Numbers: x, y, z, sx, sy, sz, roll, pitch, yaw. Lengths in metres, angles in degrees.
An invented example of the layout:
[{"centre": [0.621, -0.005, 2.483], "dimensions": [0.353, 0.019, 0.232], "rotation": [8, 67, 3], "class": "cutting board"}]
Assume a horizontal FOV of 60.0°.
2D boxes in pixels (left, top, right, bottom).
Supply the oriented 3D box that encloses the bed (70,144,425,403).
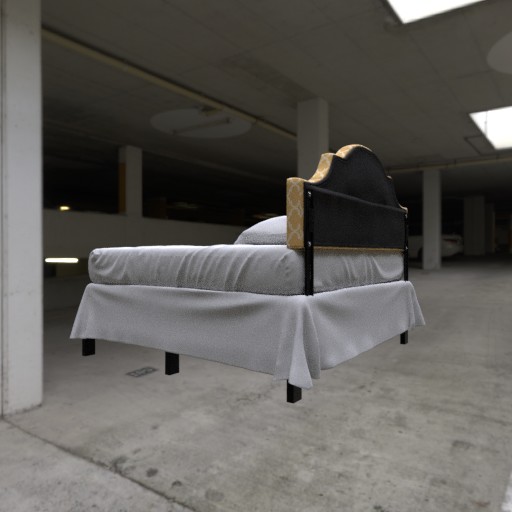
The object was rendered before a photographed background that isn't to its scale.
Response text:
[{"centre": [0.000, 0.000, 3.795], "dimensions": [2.222, 1.601, 2.314], "rotation": [0, 0, 36], "class": "bed"}]
